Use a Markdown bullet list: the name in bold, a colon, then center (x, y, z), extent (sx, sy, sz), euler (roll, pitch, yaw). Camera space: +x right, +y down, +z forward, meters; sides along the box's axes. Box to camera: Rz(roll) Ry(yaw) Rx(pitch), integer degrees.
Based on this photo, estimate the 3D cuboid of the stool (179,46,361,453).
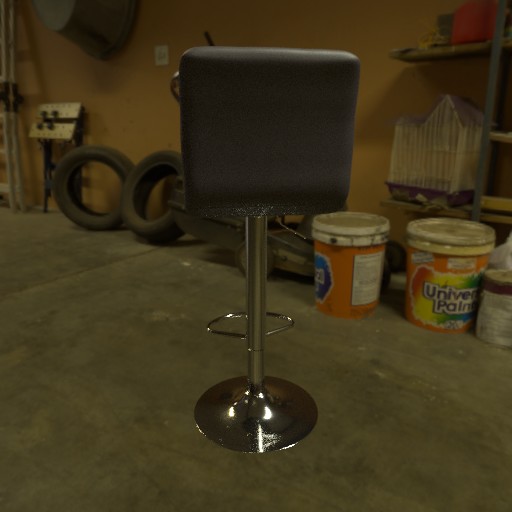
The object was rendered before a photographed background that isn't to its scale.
- **stool**: center (0.000, 0.000, 1.371), extent (0.430, 1.115, 0.505), euler (-3, 17, -9)
